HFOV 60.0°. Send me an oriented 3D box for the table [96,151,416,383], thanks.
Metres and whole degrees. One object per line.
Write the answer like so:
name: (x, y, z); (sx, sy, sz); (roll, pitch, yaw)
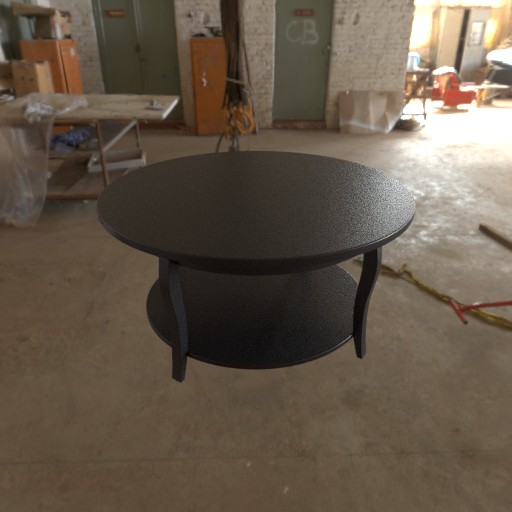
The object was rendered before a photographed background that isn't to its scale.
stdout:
table: (0.000, 0.000, 1.436); (0.914, 0.457, 0.914); (0, 27, 0)
